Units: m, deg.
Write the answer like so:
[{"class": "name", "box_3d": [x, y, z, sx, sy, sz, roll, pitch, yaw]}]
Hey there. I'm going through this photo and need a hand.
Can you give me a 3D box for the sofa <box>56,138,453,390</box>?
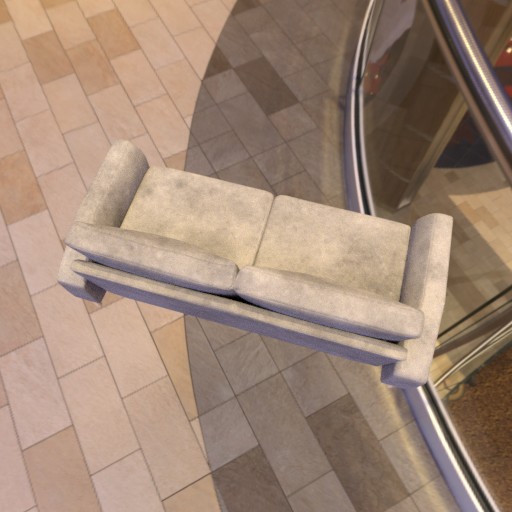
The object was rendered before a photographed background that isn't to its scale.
[{"class": "sofa", "box_3d": [0.000, 0.000, 2.304, 1.837, 0.859, 0.849, 14, 66, 7]}]
